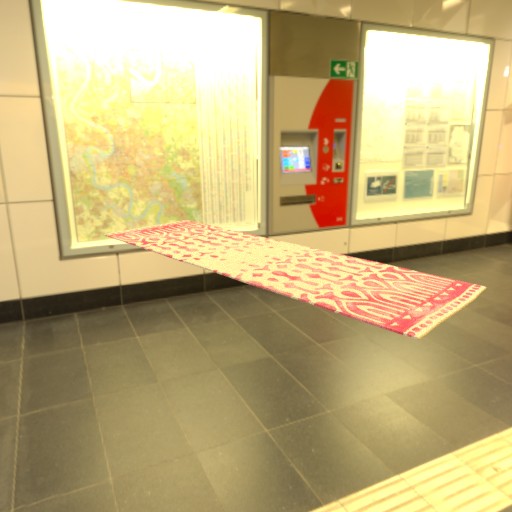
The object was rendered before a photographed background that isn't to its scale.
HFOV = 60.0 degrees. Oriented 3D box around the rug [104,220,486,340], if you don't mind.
[{"bbox_3d":[0.000,0.000,2.729,2.458,0.011,0.787,15,21,43],"label":"rug"}]
